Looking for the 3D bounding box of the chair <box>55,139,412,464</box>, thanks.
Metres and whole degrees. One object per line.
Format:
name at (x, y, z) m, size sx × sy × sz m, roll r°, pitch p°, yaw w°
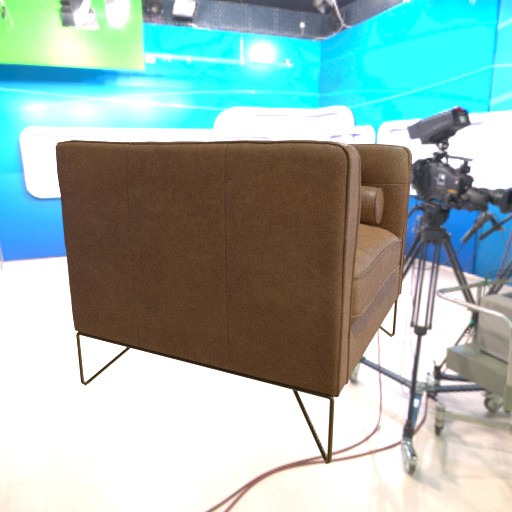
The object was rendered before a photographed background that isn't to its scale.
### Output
chair at (0.000, 0.000, 1.589) m, size 0.912 × 0.797 × 0.920 m, roll 7°, pitch 15°, yaw 26°
